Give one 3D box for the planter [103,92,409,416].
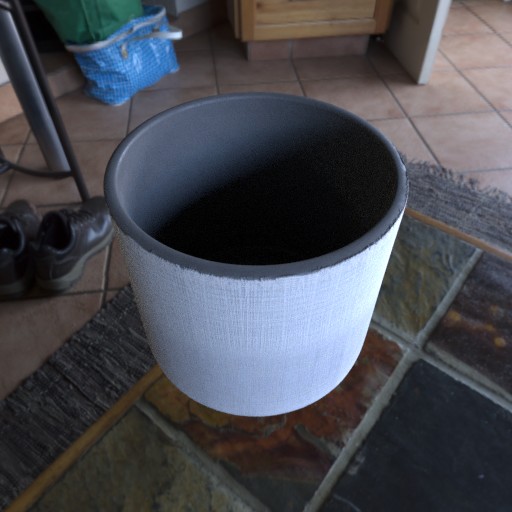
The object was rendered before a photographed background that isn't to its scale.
[{"bbox_3d":[0.000,0.000,0.394,0.221,0.201,0.221,0,47,0],"label":"planter"}]
